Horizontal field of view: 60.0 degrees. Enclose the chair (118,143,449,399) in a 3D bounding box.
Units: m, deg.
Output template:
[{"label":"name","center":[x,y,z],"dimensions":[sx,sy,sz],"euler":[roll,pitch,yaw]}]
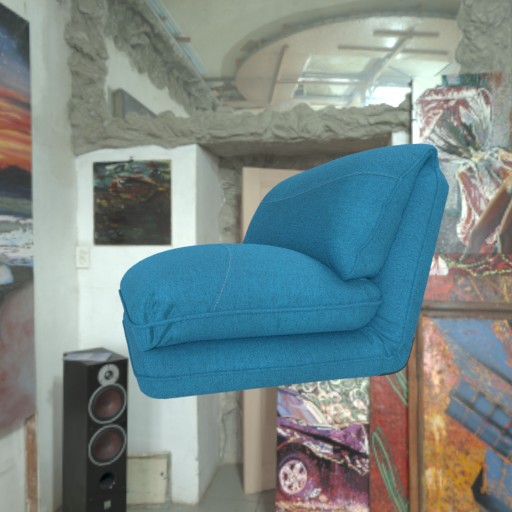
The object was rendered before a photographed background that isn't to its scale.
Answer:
[{"label":"chair","center":[0.000,0.000,1.340],"dimensions":[0.780,0.580,0.820],"euler":[0,1,-19]}]
